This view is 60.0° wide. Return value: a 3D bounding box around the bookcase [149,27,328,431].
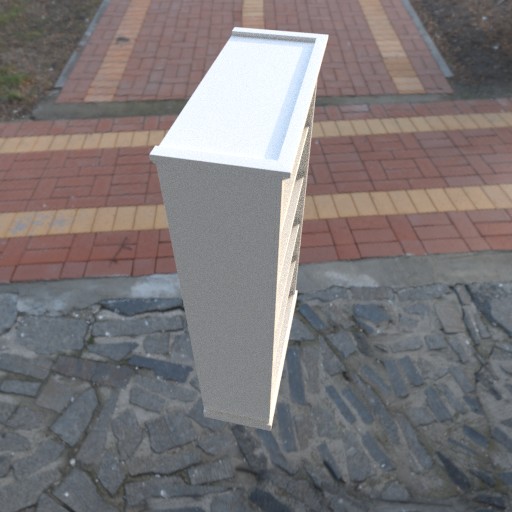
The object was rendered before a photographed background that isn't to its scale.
[{"bbox_3d":[0.000,0.000,2.336,0.432,1.880,1.050,9,47,8],"label":"bookcase"}]
